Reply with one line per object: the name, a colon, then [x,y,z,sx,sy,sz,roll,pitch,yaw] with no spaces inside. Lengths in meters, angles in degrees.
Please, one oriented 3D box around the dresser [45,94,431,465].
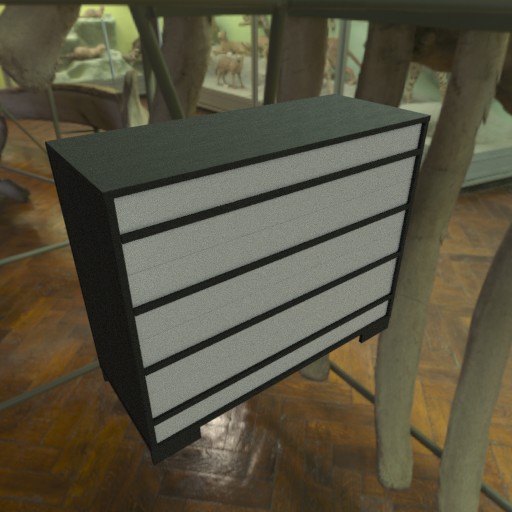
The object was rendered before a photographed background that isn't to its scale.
dresser: [0.000,0.000,1.411,0.994,0.816,0.404,-21,37,-31]
